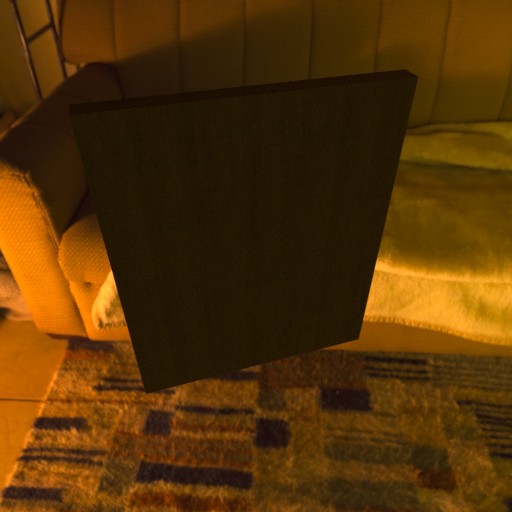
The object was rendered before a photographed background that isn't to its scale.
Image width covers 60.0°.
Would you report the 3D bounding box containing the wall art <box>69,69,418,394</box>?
[{"bbox_3d":[0.000,0.000,0.743,0.455,0.552,0.034,-11,41,-13],"label":"wall art"}]
